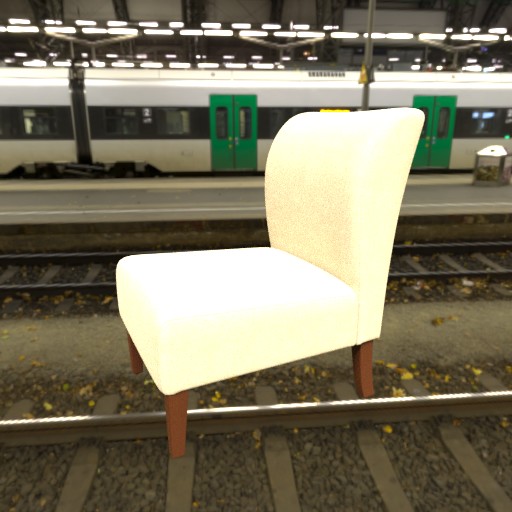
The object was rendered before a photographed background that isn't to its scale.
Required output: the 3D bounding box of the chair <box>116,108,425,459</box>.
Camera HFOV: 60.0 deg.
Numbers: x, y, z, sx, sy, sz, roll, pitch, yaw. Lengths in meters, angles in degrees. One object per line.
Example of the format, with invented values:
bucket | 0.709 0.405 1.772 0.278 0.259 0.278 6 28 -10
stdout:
chair | 0.000 0.000 1.319 0.754 0.833 0.521 -8 18 -26
